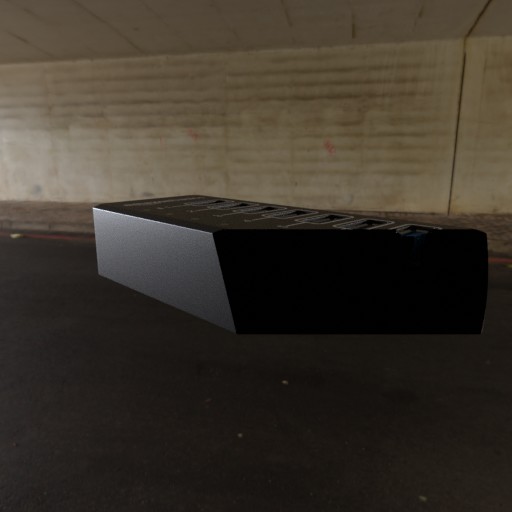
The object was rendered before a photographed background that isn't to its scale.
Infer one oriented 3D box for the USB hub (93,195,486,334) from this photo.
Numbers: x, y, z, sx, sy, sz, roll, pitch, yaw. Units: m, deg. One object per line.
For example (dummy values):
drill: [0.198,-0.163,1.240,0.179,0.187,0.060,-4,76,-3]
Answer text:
USB hub: [0.000,0.000,0.123,0.110,0.023,0.044,14,19,43]
